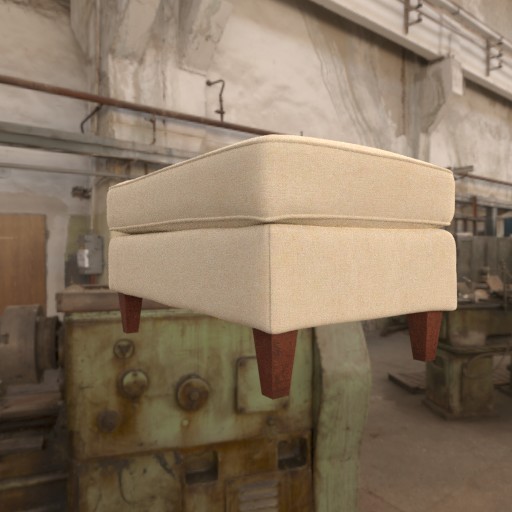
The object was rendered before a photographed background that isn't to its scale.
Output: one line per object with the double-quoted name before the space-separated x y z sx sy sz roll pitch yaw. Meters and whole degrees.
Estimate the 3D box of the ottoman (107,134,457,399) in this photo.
"ottoman" 0.000 0.000 1.218 0.583 0.484 0.862 -1 1 -36
